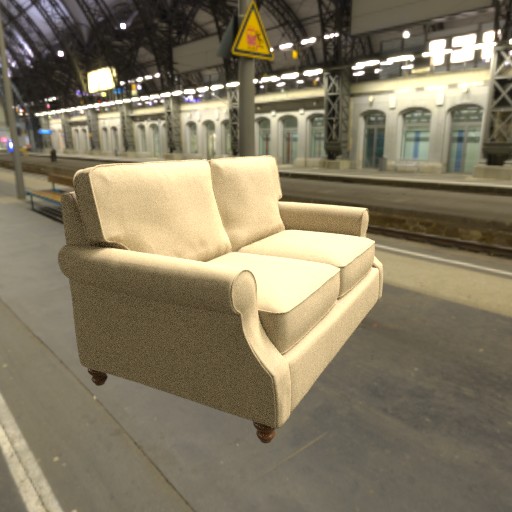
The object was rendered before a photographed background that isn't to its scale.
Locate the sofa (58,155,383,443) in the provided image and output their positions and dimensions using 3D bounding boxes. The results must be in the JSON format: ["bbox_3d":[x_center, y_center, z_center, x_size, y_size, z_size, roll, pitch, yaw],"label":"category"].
[{"bbox_3d":[0.000,0.000,2.201,0.964,0.937,1.665,7,16,27],"label":"sofa"}]
